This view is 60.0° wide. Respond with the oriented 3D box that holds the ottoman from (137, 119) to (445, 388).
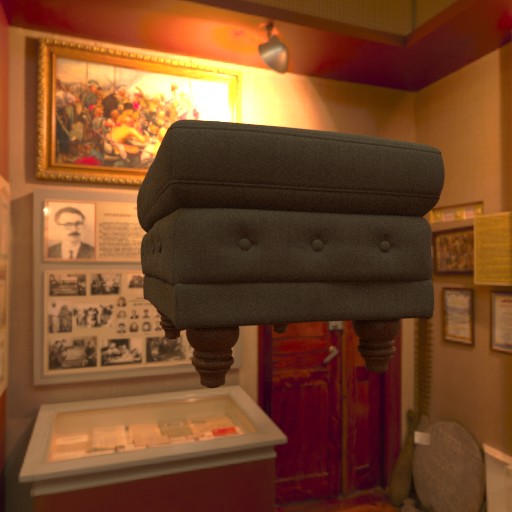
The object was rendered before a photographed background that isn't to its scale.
[{"bbox_3d":[0.000,0.000,1.157,0.569,0.500,0.771,0,-1,-18],"label":"ottoman"}]
